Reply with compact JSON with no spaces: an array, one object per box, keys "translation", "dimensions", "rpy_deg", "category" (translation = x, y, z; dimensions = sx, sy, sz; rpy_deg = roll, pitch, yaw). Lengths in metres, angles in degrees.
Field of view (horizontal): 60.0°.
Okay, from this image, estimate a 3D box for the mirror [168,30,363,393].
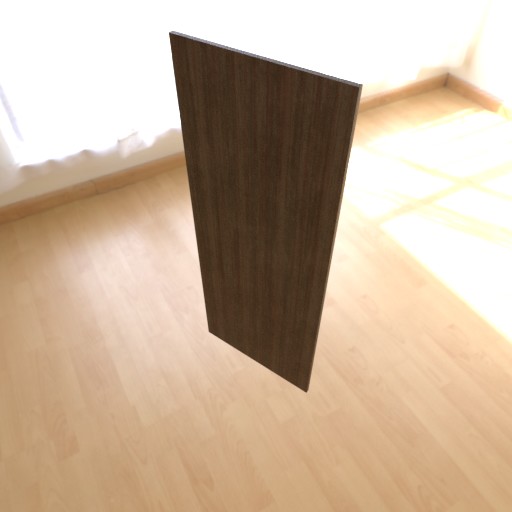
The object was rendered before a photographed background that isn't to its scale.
[{"translation":[0.000,0.000,2.293],"dimensions":[0.812,2.032,0.025],"rpy_deg":[27,52,24],"category":"mirror"}]
